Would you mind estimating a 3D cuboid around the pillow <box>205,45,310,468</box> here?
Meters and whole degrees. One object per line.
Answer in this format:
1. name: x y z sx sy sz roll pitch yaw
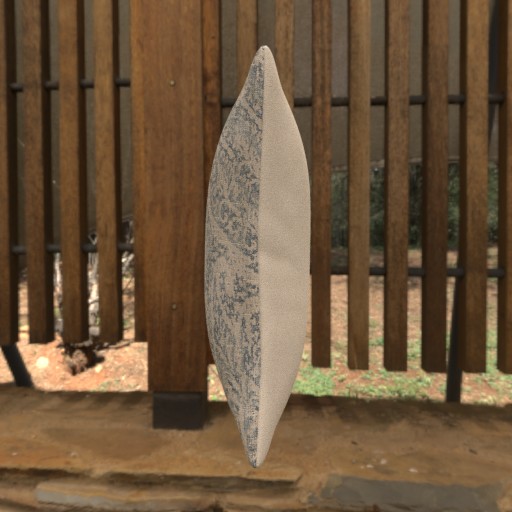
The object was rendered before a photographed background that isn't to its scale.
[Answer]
1. pillow: 0.000 0.000 0.791 0.166 0.510 0.523 0 1 -1
